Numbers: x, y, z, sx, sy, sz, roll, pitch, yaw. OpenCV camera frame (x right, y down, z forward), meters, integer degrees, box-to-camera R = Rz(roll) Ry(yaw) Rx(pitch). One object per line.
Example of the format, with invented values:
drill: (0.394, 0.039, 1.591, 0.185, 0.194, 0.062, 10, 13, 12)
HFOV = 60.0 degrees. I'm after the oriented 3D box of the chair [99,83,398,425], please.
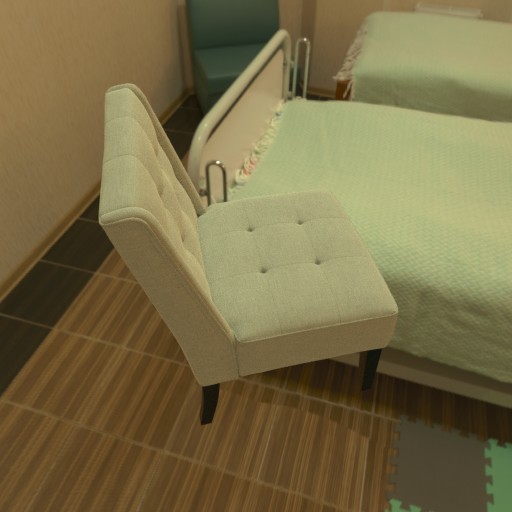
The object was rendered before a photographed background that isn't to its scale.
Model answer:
chair: (0.000, 0.000, 1.286, 0.676, 0.853, 0.569, -9, 45, -9)
